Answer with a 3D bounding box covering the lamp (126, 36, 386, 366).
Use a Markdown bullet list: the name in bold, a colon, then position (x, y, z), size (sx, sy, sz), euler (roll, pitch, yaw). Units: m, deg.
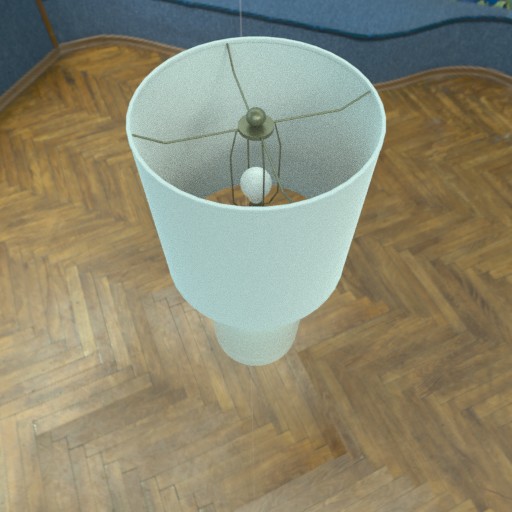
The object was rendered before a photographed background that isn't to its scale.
- **lamp**: position (0.000, 0.000, 0.487), size (0.188, 0.392, 0.188), euler (20, 59, 12)
